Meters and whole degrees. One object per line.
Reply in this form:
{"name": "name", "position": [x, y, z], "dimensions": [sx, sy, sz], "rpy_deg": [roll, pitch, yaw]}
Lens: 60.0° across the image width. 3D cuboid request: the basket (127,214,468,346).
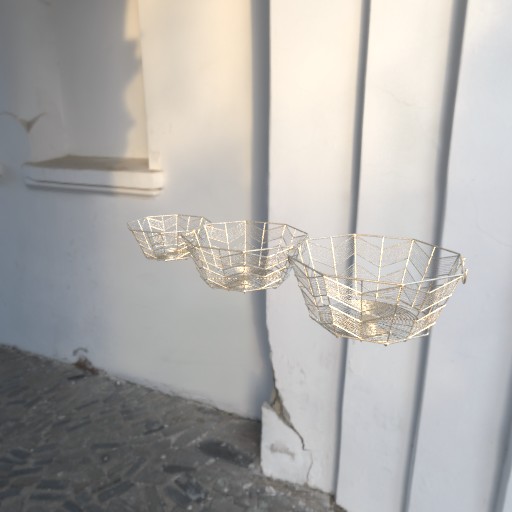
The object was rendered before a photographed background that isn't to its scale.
{"name": "basket", "position": [0.000, 0.000, 1.391], "dimensions": [1.246, 0.178, 0.432], "rpy_deg": [15, 22, 42]}
